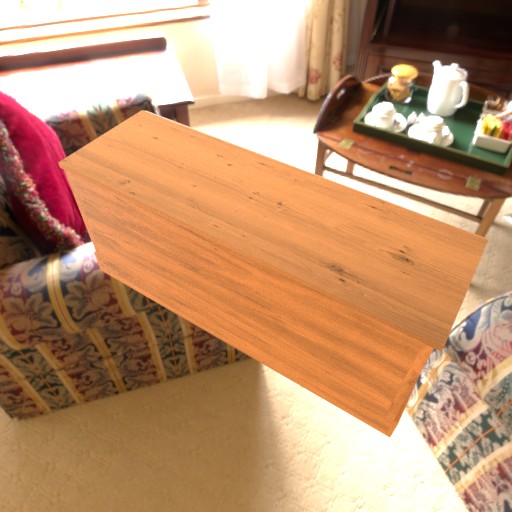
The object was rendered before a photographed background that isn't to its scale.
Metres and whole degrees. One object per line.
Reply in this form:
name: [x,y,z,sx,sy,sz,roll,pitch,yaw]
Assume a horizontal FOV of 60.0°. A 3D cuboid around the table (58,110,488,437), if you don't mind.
table: [0.000,0.000,1.453,1.200,0.510,0.400,26,52,22]
